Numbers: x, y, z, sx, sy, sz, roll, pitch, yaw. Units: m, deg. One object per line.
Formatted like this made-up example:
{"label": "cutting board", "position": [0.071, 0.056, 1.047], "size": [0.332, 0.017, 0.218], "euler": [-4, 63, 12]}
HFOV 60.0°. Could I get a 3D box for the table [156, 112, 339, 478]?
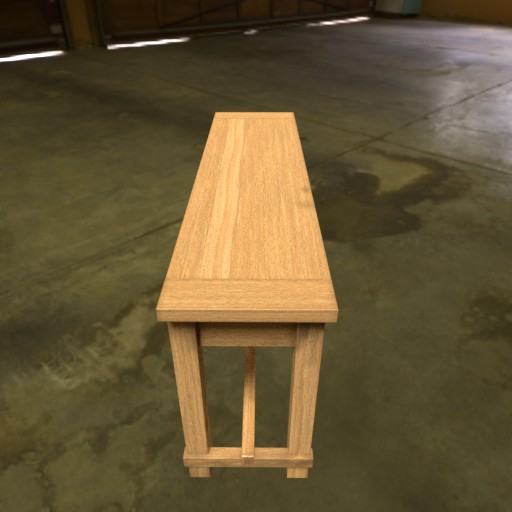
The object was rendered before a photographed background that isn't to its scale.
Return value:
{"label": "table", "position": [0.000, 0.000, 1.872], "size": [0.442, 0.762, 1.599], "euler": [0, 33, 0]}
